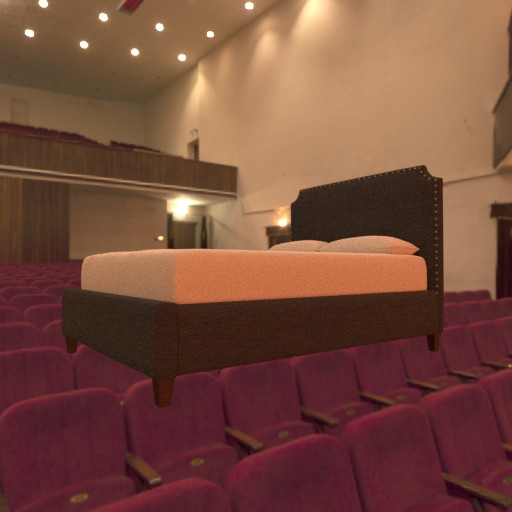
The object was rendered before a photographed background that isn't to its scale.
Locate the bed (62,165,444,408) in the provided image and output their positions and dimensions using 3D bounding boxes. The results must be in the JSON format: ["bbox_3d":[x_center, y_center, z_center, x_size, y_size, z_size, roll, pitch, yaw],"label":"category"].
[{"bbox_3d":[0.000,0.000,3.360,2.372,1.443,1.713,1,-2,-37],"label":"bed"}]
